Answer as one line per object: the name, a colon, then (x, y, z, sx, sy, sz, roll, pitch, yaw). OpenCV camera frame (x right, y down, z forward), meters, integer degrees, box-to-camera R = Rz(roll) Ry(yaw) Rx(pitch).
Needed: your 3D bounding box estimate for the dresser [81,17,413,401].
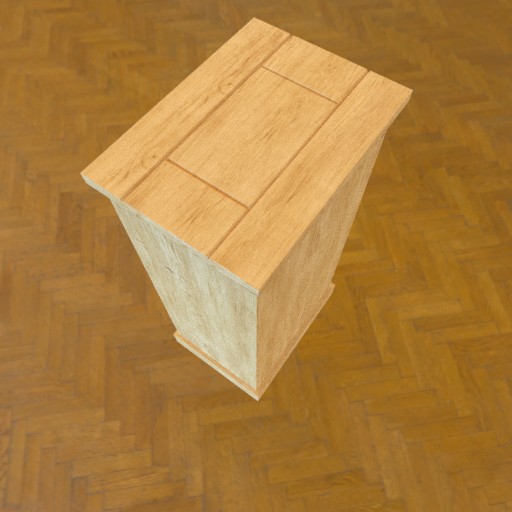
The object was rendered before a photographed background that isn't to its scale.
dresser: (0.000, 0.000, 1.298, 0.390, 1.041, 0.531, 32, 67, 15)
